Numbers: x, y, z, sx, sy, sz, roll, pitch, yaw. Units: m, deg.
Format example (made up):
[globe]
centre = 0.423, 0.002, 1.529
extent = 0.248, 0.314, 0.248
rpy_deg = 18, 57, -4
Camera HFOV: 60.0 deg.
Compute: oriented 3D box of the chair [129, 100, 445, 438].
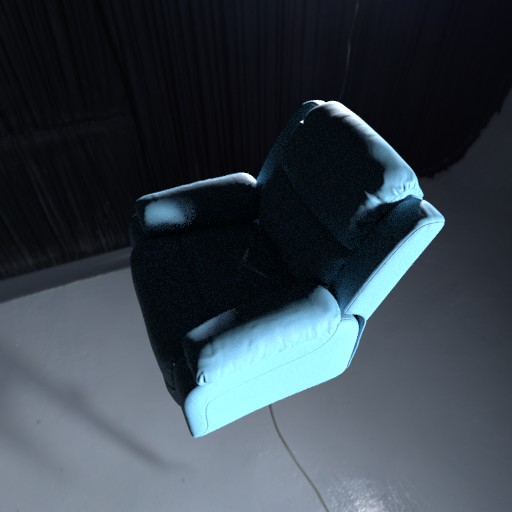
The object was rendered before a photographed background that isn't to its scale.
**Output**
[chair]
centre = 0.000, 0.000, 1.291
extent = 0.709, 0.702, 0.680
rpy_deg = -17, 50, -15
